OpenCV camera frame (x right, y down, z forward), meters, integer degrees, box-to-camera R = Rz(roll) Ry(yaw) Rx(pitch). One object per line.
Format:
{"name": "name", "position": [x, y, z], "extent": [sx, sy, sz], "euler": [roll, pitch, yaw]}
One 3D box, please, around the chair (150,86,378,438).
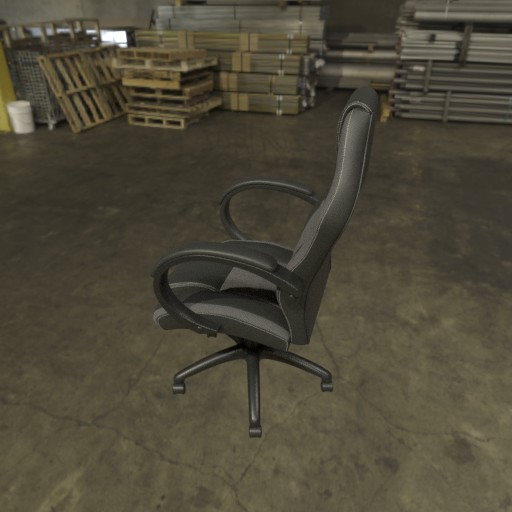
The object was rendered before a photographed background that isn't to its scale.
{"name": "chair", "position": [0.000, 0.000, 1.638], "extent": [0.724, 1.187, 0.673], "euler": [9, 31, 14]}
